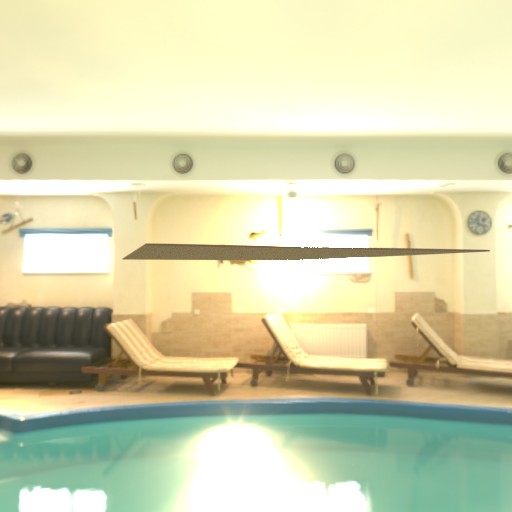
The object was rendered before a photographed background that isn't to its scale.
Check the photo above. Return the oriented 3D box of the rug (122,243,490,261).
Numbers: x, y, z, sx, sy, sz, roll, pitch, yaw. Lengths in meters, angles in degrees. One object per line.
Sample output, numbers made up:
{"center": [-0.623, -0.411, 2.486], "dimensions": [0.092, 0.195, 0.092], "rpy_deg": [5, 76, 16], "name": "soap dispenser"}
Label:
{"center": [0.000, 0.000, 2.908], "dimensions": [1.600, 0.008, 2.235], "rpy_deg": [1, -2, -19], "name": "rug"}
